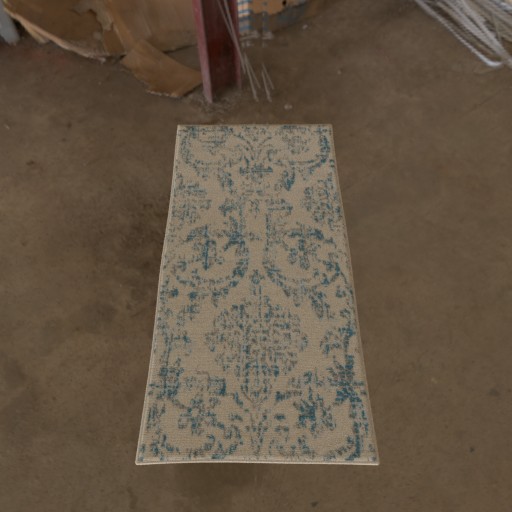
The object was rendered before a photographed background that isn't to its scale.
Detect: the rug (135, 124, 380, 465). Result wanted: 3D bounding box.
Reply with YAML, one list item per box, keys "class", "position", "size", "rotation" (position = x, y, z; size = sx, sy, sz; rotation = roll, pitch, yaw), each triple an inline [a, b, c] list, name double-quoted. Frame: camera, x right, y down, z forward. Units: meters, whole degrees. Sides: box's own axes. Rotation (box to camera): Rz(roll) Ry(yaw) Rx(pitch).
- class: "rug"
  position: [0.000, 0.000, 1.416]
  size: [0.605, 0.007, 1.220]
  rotation: [0, 58, 0]
